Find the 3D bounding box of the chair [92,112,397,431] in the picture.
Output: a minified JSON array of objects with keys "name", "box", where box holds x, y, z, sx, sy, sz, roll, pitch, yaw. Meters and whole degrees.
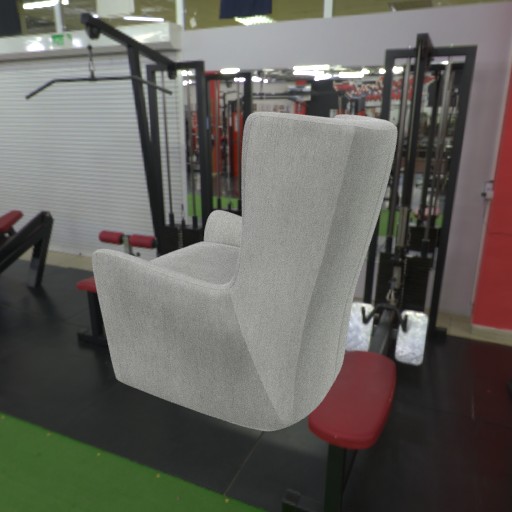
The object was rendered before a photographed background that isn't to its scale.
[{"name":"chair","box":[0.000,0.000,1.636,0.904,1.000,0.779,8,19,25]}]
